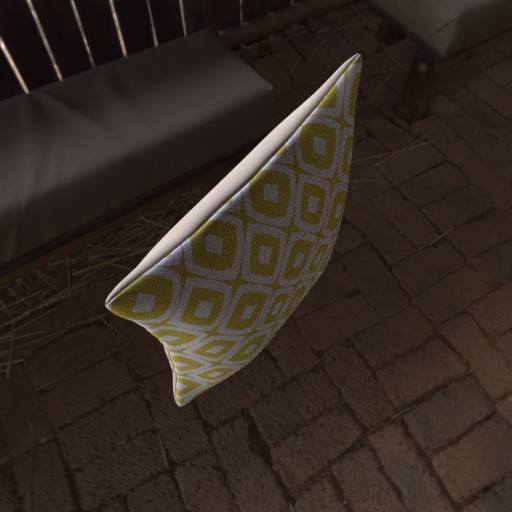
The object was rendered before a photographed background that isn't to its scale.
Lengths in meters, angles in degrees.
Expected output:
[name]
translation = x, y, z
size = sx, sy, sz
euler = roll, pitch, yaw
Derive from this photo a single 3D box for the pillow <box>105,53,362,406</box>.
[pillow]
translation = 0.000, 0.000, 0.762
size = 0.188, 0.494, 0.504
euler = 33, 65, 18
